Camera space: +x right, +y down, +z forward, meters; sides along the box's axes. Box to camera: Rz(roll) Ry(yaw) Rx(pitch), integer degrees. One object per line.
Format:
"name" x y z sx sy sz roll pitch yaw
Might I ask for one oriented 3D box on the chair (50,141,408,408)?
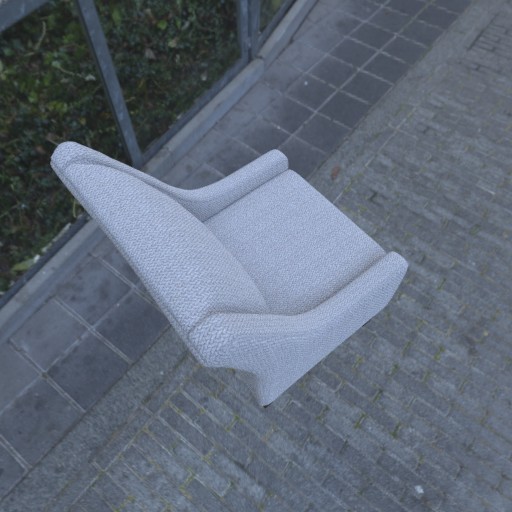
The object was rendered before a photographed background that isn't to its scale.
"chair" 0.000 0.000 1.603 0.870 1.014 0.774 -34 64 -19
